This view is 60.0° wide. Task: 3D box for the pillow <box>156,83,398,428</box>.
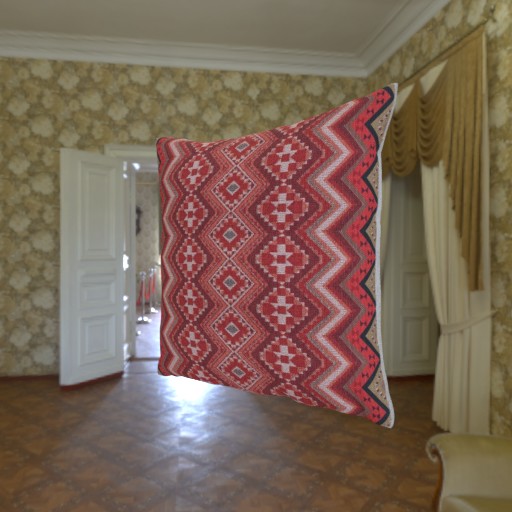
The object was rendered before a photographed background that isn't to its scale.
[{"bbox_3d":[0.000,0.000,0.803,0.513,0.511,0.158,0,1,35],"label":"pillow"}]
